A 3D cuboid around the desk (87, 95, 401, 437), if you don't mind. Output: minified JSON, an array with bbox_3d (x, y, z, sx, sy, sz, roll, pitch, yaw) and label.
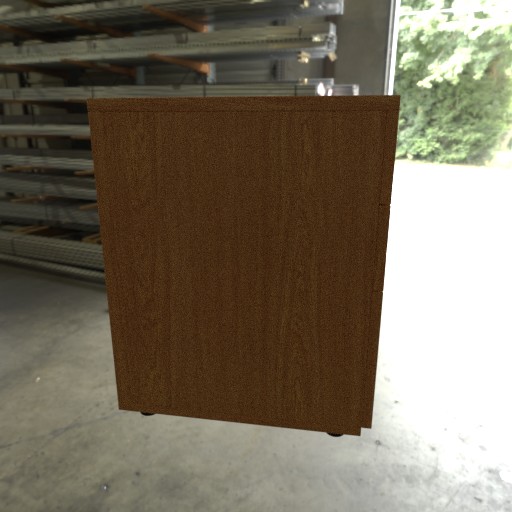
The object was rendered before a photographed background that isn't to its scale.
[{"bbox_3d":[0.000,0.000,1.108,0.600,0.730,0.404,3,17,9],"label":"desk"}]
